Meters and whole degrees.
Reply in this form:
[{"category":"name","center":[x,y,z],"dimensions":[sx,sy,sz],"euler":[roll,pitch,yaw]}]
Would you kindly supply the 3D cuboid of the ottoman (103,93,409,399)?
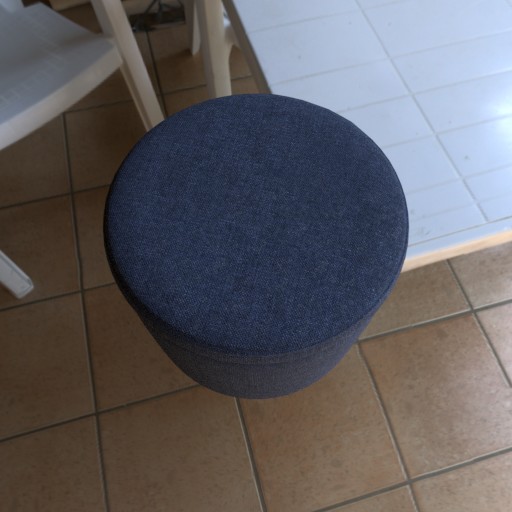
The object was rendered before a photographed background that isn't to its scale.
[{"category":"ottoman","center":[0.000,0.000,0.917],"dimensions":[0.520,0.430,0.520],"euler":[0,64,0]}]
